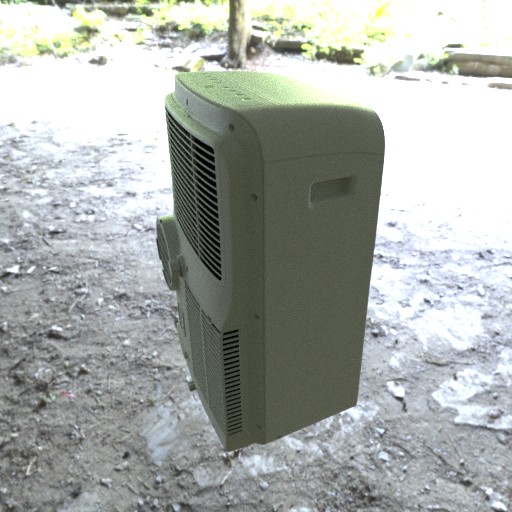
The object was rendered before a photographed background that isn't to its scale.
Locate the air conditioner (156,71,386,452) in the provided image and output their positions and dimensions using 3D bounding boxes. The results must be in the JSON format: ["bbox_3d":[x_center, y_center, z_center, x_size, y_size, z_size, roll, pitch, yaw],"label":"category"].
[{"bbox_3d":[0.000,0.000,0.946,0.365,0.700,0.454,-12,34,-19],"label":"air conditioner"}]
